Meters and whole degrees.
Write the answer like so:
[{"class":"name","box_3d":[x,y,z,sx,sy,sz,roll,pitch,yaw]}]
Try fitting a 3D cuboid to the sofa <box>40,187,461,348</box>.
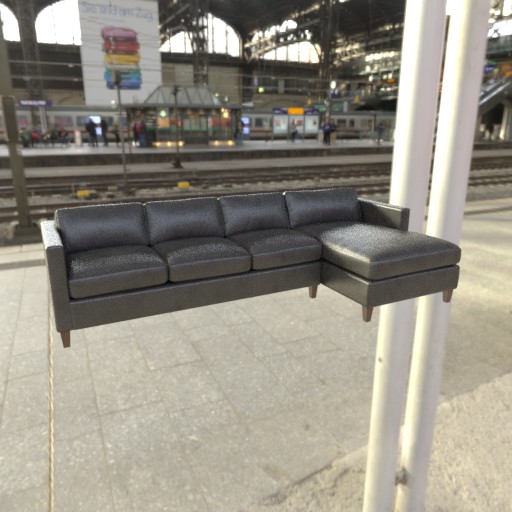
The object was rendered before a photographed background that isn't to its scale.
[{"class":"sofa","box_3d":[0.000,0.000,3.763,3.203,0.883,1.581,-8,18,-26]}]
